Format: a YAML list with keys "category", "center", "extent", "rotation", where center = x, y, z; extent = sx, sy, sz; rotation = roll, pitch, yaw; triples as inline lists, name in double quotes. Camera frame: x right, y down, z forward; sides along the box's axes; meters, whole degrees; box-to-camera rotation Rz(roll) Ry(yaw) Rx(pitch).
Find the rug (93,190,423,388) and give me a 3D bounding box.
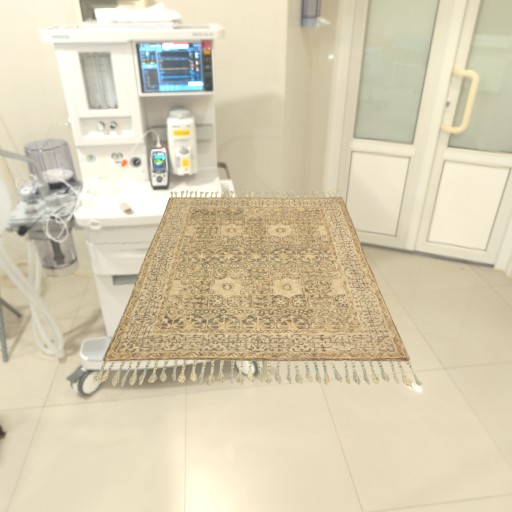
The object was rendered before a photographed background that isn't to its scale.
- category: "rug"
  center: [0.000, 0.000, 3.190]
  extent: [1.619, 0.023, 2.465]
  rotation: [0, 31, 0]
